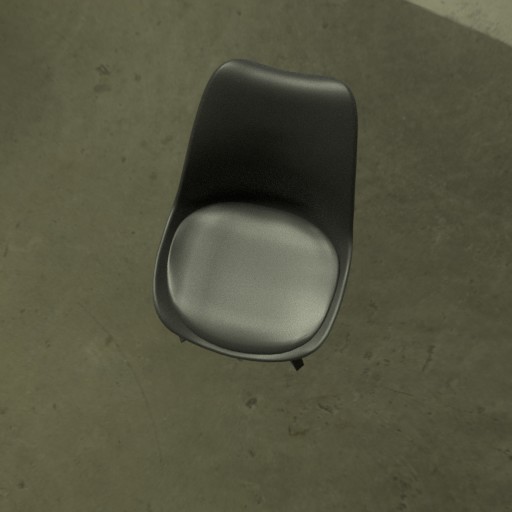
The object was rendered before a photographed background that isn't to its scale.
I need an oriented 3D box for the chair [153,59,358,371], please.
[{"bbox_3d":[0.000,0.000,1.197,0.485,0.850,0.550,13,75,4],"label":"chair"}]
